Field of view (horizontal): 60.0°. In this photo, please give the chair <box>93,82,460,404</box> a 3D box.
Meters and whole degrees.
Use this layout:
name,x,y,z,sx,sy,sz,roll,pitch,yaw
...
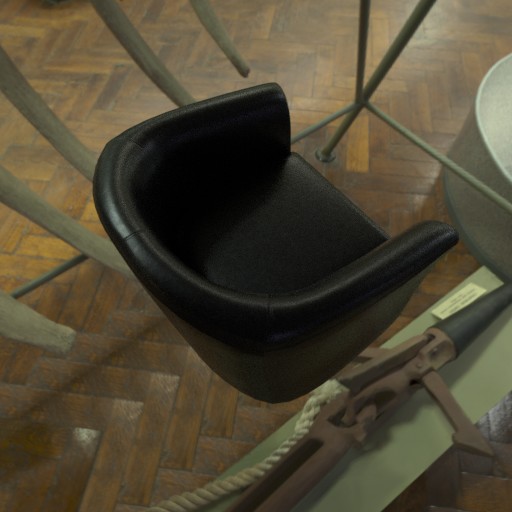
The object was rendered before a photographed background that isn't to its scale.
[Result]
name,x,y,z,sx,sy,sz,roll,pitch,yaw
chair,0.000,0.000,1.355,0.727,0.756,0.793,-32,62,-19
